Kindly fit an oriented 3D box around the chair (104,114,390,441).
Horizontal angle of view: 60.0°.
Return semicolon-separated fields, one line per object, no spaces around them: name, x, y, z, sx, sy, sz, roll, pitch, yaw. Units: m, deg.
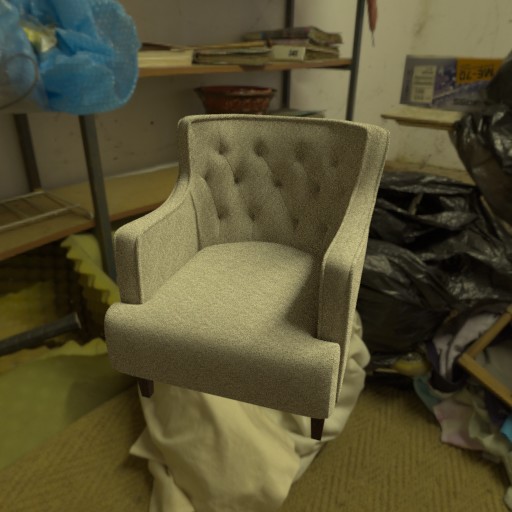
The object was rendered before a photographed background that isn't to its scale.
chair;0.000;0.000;1.702;0.820;0.920;0.910;8;27;16
